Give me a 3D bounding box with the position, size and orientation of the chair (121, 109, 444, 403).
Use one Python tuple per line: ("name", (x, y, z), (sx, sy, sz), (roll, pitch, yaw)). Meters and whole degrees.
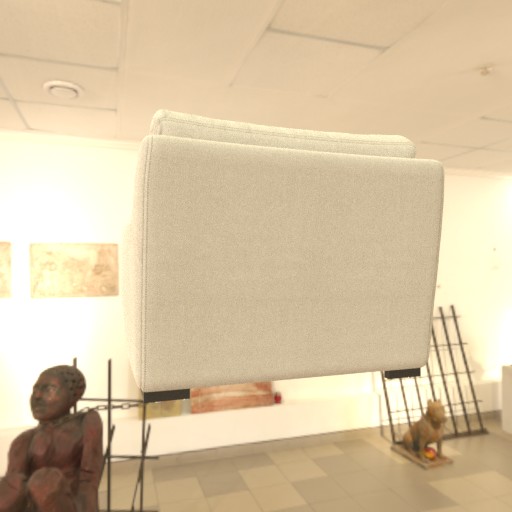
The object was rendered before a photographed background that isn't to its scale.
("chair", (0.000, 0.000, 1.947), (1.140, 0.930, 1.158), (0, -1, -19))
